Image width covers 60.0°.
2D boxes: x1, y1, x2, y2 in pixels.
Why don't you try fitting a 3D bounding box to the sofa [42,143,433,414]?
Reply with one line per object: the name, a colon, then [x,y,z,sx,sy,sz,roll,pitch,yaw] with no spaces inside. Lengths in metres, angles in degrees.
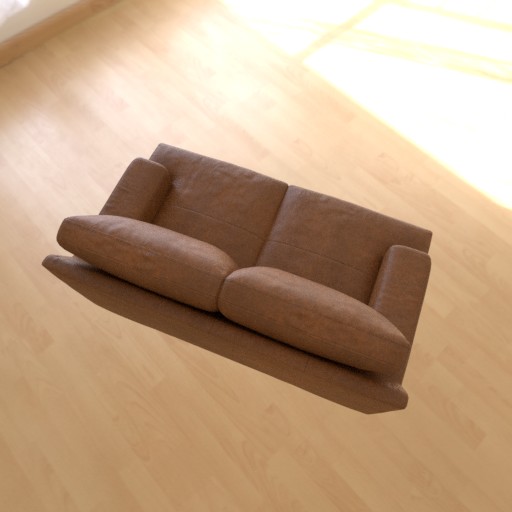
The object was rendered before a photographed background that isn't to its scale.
sofa: [0.000,0.000,2.480,1.880,0.966,1.144,20,66,9]
